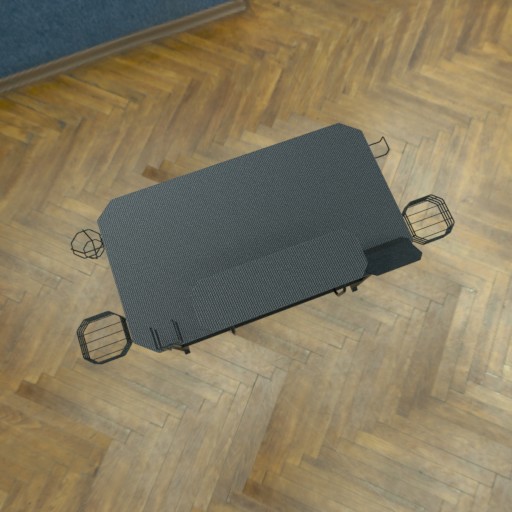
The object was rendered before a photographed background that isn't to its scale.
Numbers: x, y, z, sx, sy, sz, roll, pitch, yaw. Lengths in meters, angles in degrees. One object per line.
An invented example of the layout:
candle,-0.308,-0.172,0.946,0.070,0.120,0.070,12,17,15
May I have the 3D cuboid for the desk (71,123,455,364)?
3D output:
desk,0.000,0.000,1.753,1.290,0.880,0.580,-20,77,-5
